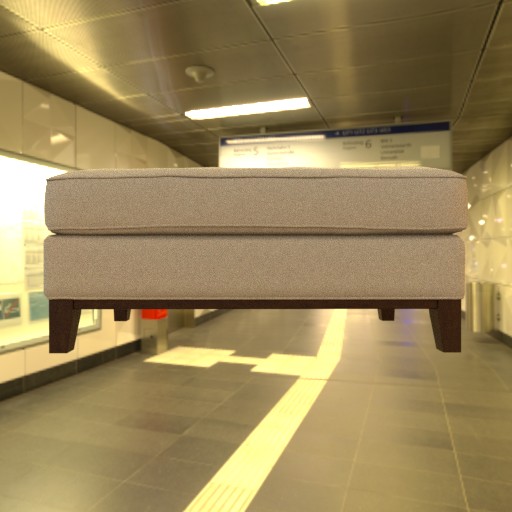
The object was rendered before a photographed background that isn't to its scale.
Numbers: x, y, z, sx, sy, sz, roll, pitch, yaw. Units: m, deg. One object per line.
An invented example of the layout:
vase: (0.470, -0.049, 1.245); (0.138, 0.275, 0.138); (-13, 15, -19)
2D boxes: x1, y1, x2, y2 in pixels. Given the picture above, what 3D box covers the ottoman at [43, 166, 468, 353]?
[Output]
ottoman: (0.000, 0.000, 1.467); (1.143, 0.508, 0.648); (0, 0, -1)
